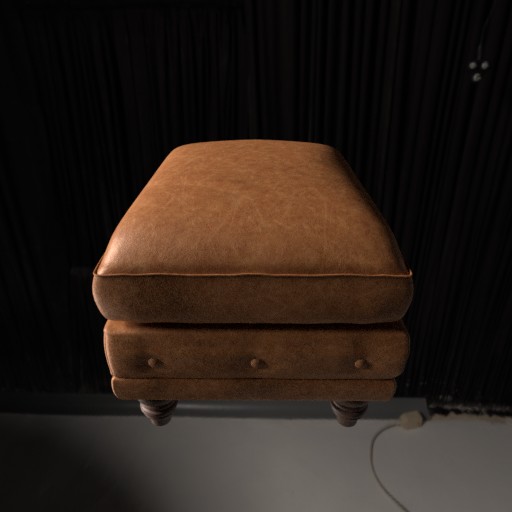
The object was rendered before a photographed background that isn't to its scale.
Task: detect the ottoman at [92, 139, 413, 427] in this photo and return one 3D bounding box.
[{"bbox_3d":[0.000,0.000,1.063,0.533,0.480,0.710,0,27,0],"label":"ottoman"}]
